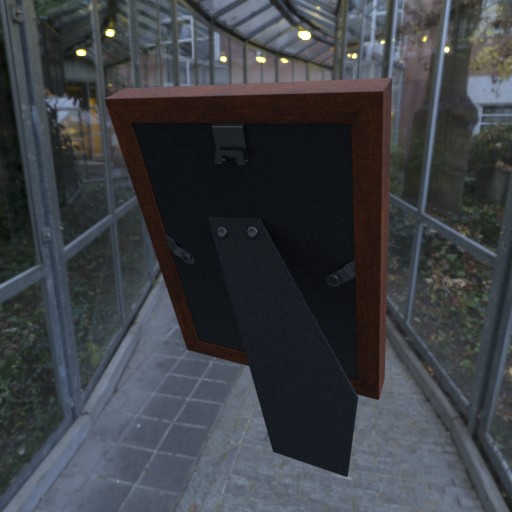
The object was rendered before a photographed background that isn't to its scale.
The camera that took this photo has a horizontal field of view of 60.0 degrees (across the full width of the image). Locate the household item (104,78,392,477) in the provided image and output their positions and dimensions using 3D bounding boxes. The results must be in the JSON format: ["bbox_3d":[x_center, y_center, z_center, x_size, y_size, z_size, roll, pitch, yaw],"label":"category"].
[{"bbox_3d":[0.000,0.000,0.285,0.160,0.204,0.096,8,19,25],"label":"household item"}]
